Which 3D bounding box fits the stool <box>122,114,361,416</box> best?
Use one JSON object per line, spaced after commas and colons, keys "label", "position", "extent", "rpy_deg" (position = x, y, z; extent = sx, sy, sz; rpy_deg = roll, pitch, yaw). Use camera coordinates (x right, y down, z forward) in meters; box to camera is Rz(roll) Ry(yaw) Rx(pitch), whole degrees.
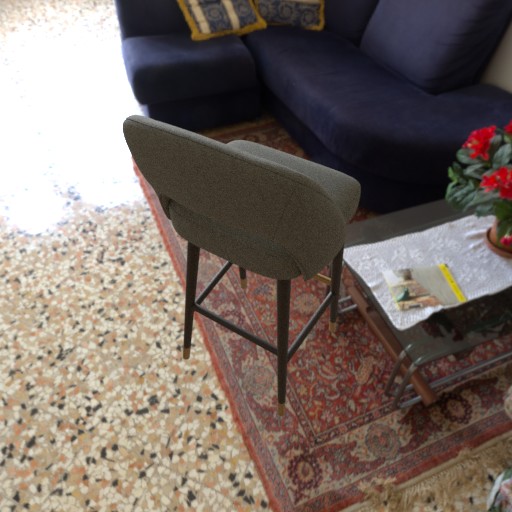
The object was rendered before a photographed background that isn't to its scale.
{"label": "stool", "position": [0.000, 0.000, 1.387], "extent": [0.536, 1.089, 0.524], "rpy_deg": [24, 51, 21]}
